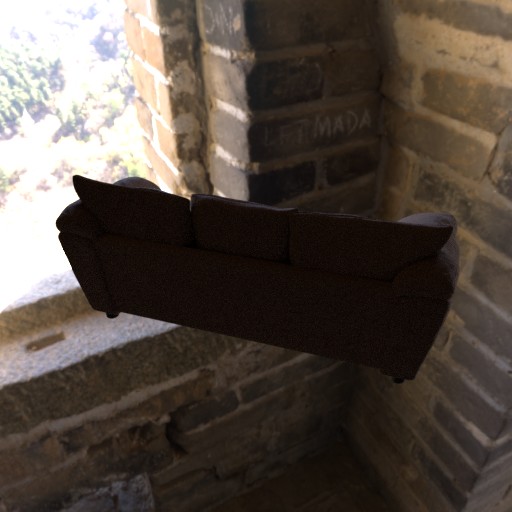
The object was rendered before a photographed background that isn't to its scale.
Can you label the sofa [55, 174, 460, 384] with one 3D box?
[{"bbox_3d":[0.000,0.000,2.823,2.336,1.015,0.878,10,33,15],"label":"sofa"}]
